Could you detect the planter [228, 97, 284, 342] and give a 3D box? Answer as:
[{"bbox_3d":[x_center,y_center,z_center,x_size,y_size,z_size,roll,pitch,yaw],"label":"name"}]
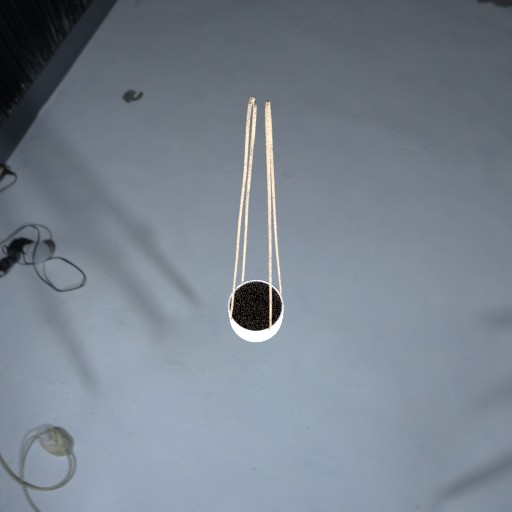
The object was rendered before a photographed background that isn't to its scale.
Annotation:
[{"bbox_3d":[0.000,0.000,0.900,0.146,0.841,0.146,14,65,7],"label":"planter"}]
